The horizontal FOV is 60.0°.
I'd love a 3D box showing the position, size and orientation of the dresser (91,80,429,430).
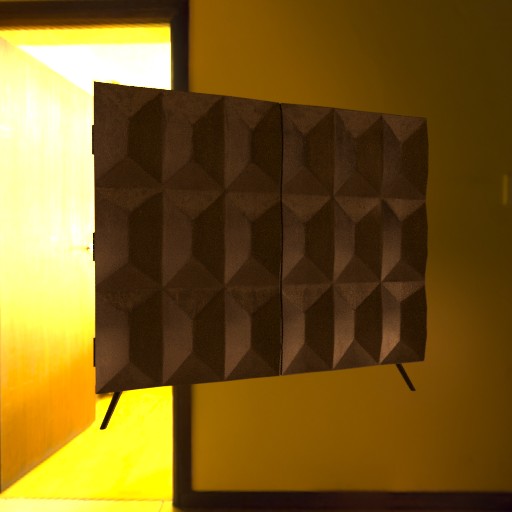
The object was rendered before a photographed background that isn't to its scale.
[{"bbox_3d":[0.000,0.000,1.413,0.967,0.847,0.446,0,1,-19],"label":"dresser"}]
